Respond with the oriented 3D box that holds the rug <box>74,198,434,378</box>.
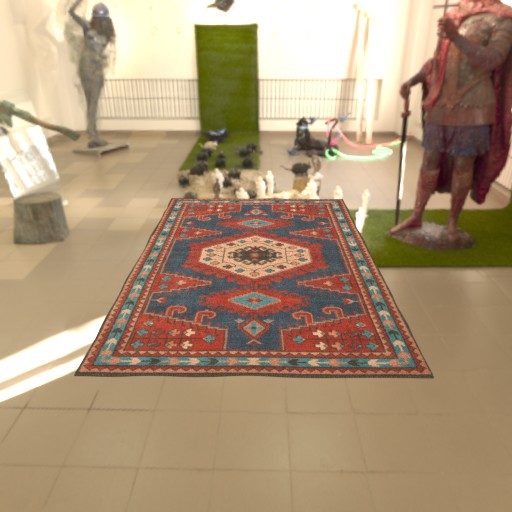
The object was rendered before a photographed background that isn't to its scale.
[{"bbox_3d":[0.000,0.000,2.289,1.207,0.012,1.820,0,26,0],"label":"rug"}]
